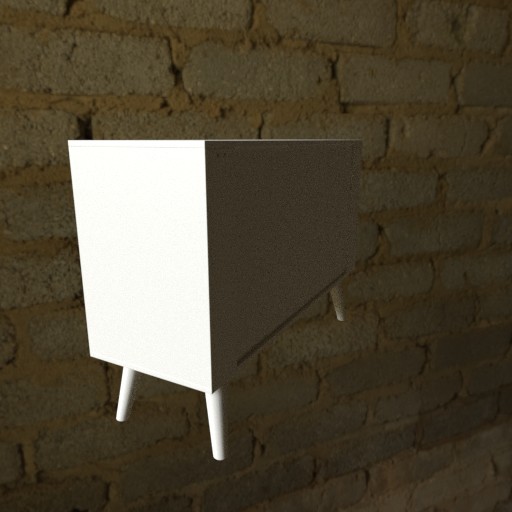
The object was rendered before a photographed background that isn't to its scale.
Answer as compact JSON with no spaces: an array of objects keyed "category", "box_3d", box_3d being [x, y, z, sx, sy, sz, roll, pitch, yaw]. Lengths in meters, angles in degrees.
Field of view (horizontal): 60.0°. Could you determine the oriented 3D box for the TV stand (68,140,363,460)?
[{"category":"TV stand","box_3d":[0.000,0.000,1.605,0.406,0.812,1.193,8,17,27]}]
